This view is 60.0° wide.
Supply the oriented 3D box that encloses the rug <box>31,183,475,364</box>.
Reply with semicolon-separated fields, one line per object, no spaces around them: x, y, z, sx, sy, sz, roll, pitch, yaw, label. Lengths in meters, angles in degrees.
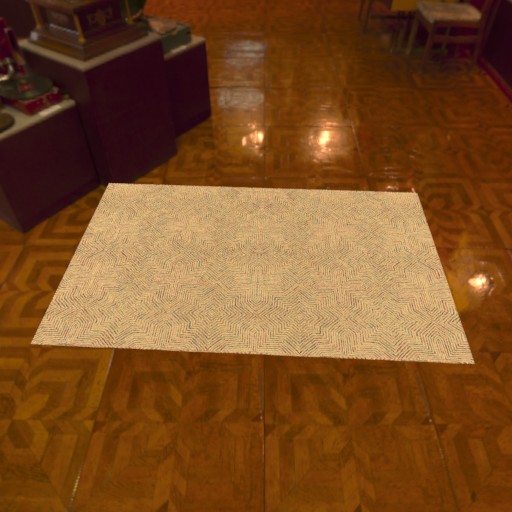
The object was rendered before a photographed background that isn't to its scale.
0.000;0.000;2.954;2.428;0.007;1.519;2;45;2;rug
